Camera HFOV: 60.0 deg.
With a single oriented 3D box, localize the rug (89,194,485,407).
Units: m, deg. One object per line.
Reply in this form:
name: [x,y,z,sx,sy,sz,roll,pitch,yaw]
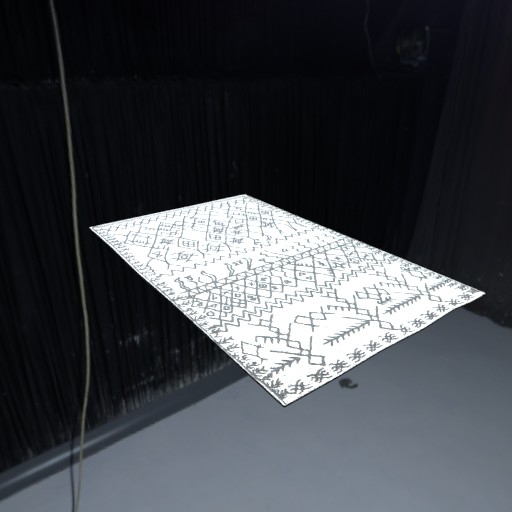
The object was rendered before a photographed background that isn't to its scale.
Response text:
rug: [0.000,0.000,3.066,1.530,0.012,2.444,-17,30,-33]
